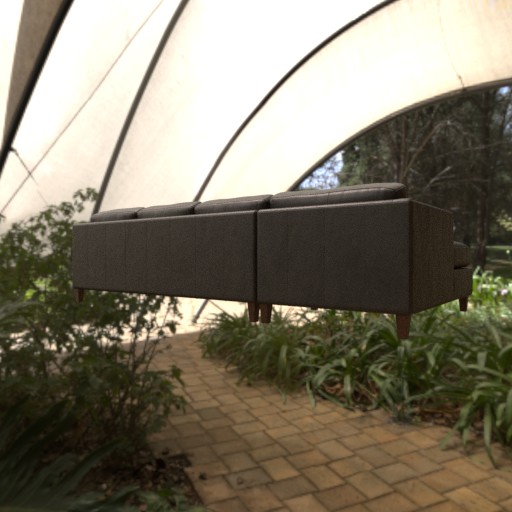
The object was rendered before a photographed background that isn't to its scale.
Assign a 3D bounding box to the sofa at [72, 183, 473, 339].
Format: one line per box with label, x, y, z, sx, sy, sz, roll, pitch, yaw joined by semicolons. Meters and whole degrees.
sofa;0.000;0.000;3.894;3.203;0.883;1.581;0;0;37
